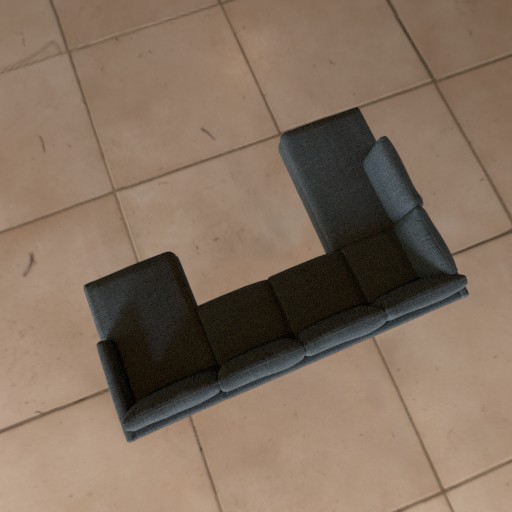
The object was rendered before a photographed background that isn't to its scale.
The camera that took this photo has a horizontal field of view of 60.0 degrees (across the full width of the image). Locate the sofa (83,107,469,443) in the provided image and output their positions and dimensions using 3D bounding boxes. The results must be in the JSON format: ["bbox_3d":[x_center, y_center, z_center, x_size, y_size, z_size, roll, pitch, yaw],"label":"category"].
[{"bbox_3d":[0.000,0.000,3.557,2.737,0.753,1.879,-22,76,-6],"label":"sofa"}]
